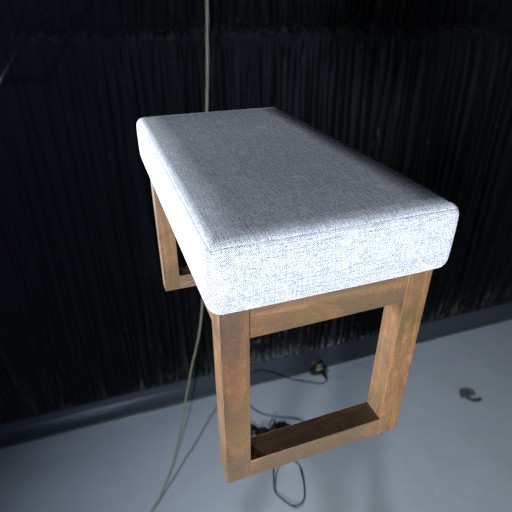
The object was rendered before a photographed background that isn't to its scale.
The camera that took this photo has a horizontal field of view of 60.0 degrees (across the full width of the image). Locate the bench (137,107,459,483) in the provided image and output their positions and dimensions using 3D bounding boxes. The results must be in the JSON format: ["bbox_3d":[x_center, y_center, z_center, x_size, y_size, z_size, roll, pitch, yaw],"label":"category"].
[{"bbox_3d":[0.000,0.000,0.936,0.366,0.467,0.681,-10,32,-17],"label":"bench"}]
